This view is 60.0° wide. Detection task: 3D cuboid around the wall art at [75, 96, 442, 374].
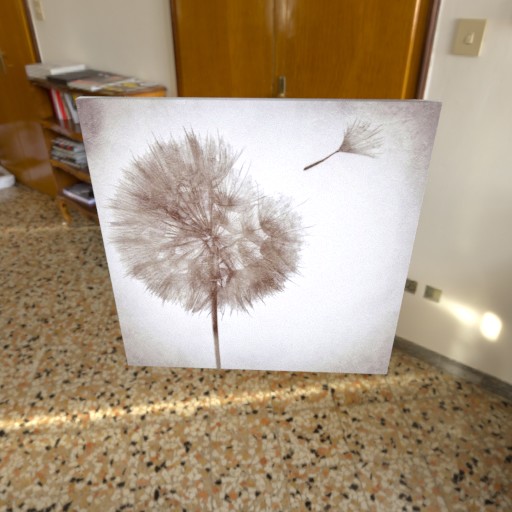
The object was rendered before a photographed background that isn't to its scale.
[{"bbox_3d":[0.000,0.000,1.122,0.762,0.762,0.027,1,30,2],"label":"wall art"}]
